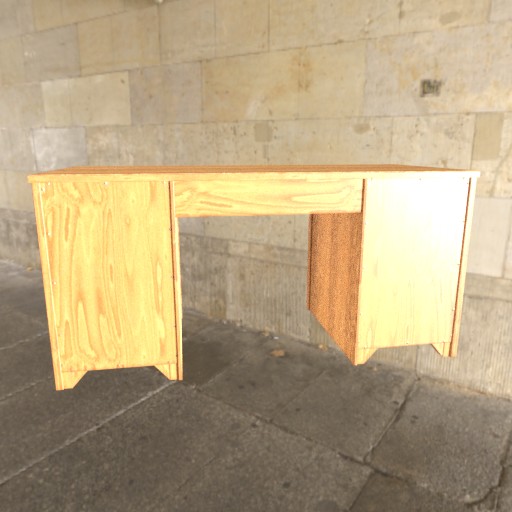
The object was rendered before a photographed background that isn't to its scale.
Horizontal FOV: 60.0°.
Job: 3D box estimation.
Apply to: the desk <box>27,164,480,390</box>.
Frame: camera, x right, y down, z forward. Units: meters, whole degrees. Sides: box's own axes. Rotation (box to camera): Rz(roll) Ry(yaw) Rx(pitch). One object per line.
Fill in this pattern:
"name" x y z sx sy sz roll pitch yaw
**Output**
"desk" 0.000 0.000 1.929 1.567 0.751 0.685 -2 14 -9
